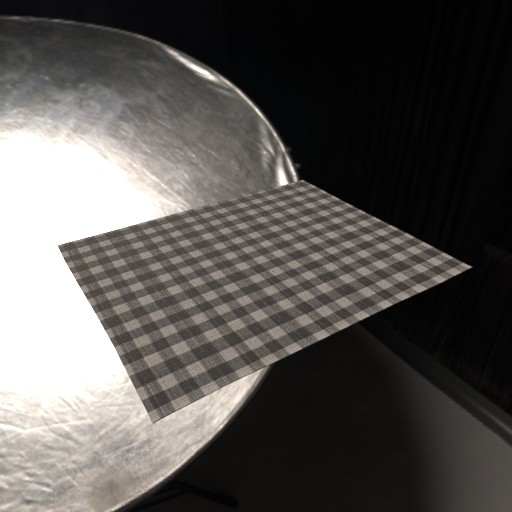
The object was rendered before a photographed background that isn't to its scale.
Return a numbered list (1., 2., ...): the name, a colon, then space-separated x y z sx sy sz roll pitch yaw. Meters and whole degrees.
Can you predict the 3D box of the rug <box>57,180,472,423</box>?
1. rug: 0.000 0.000 4.112 3.021 0.013 2.432 -19 37 -28
